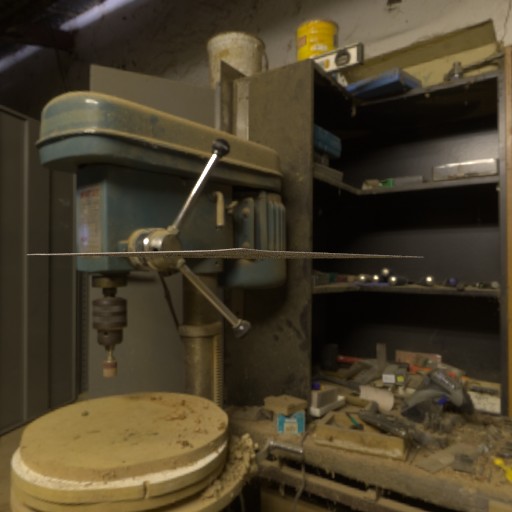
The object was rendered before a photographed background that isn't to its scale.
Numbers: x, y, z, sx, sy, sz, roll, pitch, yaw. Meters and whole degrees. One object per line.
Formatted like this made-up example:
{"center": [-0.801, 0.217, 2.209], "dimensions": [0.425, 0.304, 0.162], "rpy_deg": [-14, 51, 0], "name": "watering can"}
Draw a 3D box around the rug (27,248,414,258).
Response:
{"center": [0.000, 0.000, 2.347], "dimensions": [1.223, 0.008, 1.813], "rpy_deg": [-1, -1, 36], "name": "rug"}
